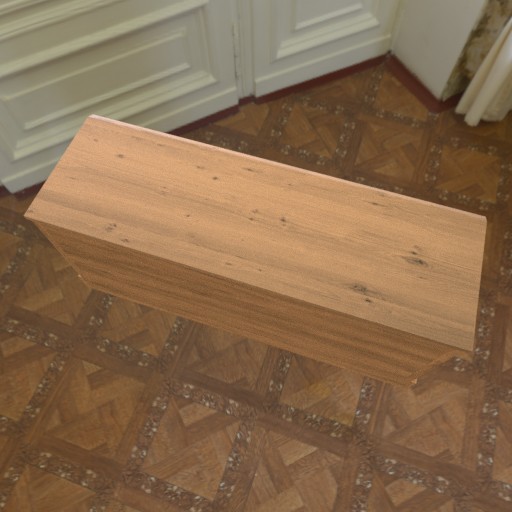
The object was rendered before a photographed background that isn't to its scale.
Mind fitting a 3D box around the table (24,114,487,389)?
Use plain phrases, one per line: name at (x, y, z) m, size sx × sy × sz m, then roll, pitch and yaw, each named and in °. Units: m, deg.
table at (0.000, 0.000, 1.436) m, size 1.200 × 0.510 × 0.400 m, roll 16°, pitch 65°, yaw 8°
